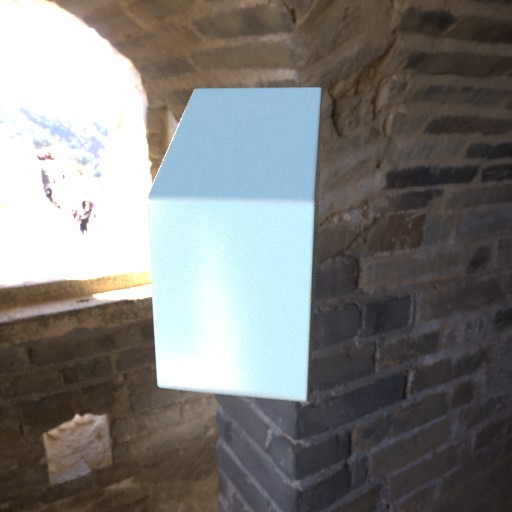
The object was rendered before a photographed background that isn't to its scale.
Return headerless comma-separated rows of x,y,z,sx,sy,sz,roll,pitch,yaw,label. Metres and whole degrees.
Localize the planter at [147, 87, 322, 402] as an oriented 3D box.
0.000,0.000,0.289,0.078,0.207,0.169,2,15,8,planter
